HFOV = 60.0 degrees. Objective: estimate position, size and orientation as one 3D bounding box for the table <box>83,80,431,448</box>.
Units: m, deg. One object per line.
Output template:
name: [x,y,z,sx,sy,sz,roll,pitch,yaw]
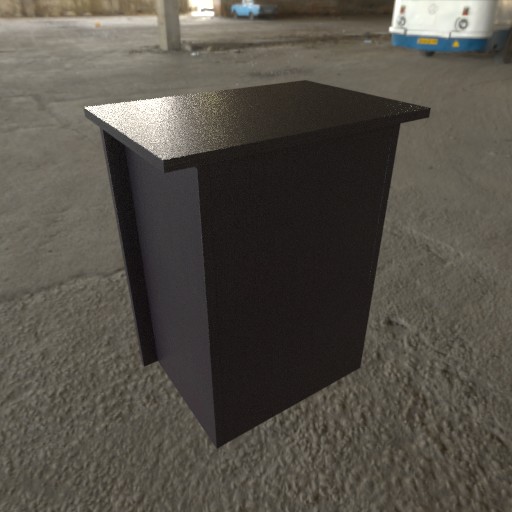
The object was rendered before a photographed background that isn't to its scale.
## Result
table: [0.000,0.000,1.093,0.589,0.711,0.408,-19,36,-29]
